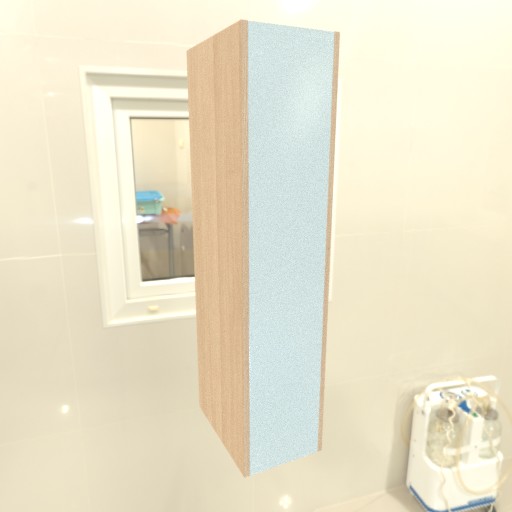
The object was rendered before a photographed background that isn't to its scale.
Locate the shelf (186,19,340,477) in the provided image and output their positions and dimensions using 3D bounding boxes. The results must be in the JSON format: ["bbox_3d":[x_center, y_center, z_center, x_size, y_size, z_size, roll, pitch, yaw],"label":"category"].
[{"bbox_3d":[0.000,0.000,0.995,0.197,0.882,0.290,-7,16,-25],"label":"shelf"}]
